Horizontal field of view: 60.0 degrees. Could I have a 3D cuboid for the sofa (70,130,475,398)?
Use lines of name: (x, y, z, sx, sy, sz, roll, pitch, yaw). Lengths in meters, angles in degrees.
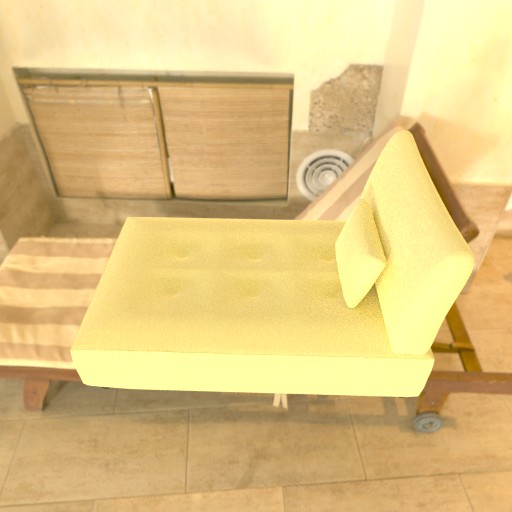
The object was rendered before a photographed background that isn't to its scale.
sofa: (0.000, 0.000, 2.005, 1.450, 0.820, 0.930, 1, 41, 1)
